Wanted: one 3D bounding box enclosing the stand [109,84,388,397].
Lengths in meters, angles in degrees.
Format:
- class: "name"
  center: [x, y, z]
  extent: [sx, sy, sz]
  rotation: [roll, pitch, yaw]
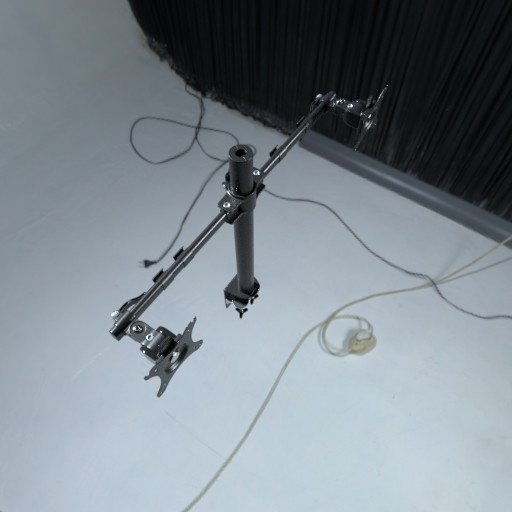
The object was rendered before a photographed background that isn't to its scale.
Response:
- class: "stand"
  center: [0.000, 0.000, 0.992]
  extent: [0.150, 0.603, 0.743]
  rotation: [31, 63, 17]
